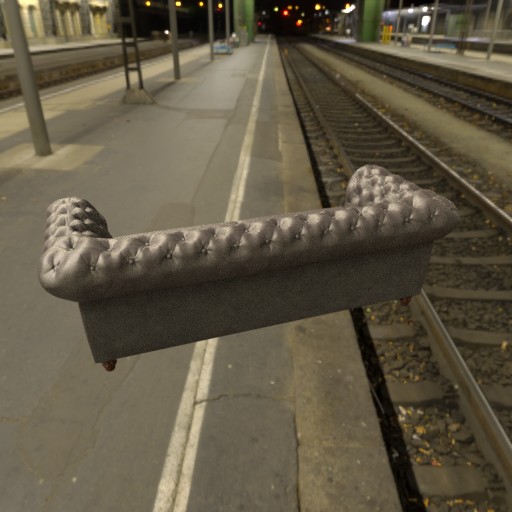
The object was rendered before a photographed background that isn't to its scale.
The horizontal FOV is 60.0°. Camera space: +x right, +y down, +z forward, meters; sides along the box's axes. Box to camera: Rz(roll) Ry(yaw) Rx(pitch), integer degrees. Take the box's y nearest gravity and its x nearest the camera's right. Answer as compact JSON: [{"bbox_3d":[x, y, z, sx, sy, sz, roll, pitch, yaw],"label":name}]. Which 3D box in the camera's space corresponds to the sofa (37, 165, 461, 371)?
[{"bbox_3d":[0.000,0.000,2.785,2.385,0.783,0.944,-9,29,-17],"label":"sofa"}]
